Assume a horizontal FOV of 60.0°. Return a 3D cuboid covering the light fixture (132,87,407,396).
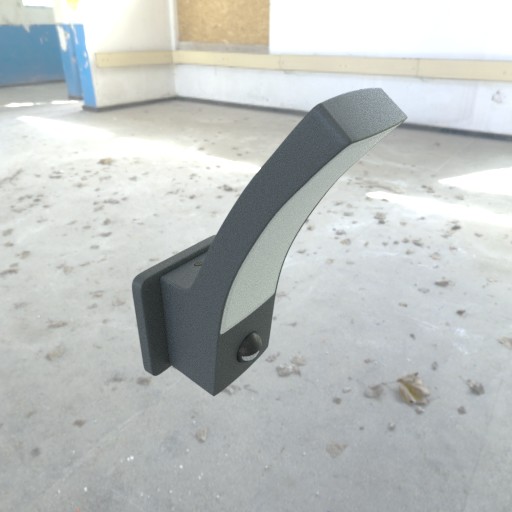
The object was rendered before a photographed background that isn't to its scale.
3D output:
[{"bbox_3d":[0.000,0.000,0.332,0.174,0.243,0.108,19,33,31],"label":"light fixture"}]
